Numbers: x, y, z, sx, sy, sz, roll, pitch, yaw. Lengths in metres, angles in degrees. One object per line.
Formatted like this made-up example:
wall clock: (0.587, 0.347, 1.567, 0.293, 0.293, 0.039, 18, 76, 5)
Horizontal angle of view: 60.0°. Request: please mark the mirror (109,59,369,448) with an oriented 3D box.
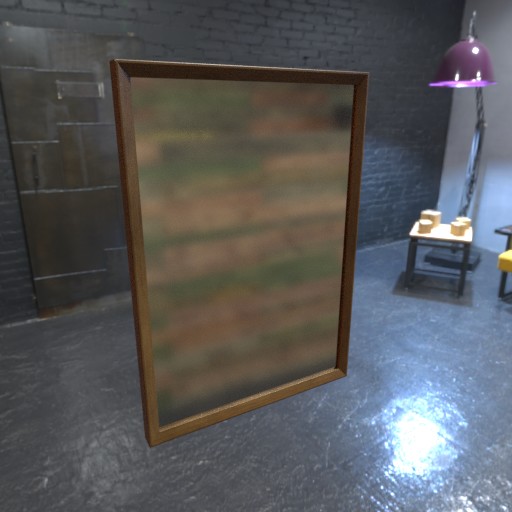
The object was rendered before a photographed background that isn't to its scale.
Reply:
mirror: (0.000, 0.000, 0.905, 0.508, 0.711, 0.039, -10, 21, -28)
